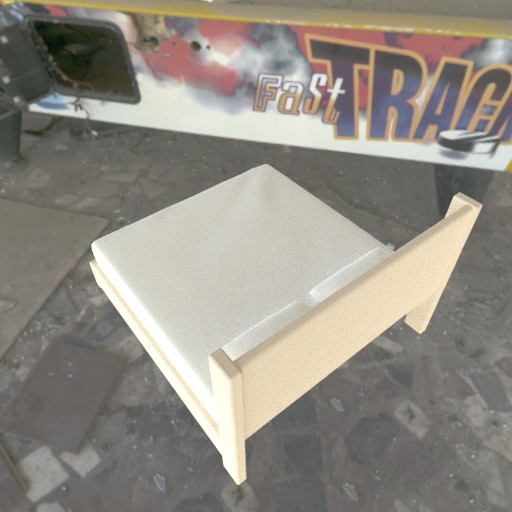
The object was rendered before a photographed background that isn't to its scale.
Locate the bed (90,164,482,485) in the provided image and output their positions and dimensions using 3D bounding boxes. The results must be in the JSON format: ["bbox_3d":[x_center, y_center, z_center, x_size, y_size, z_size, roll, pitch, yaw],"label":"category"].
[{"bbox_3d":[0.000,0.000,3.703,2.145,1.471,2.293,-29,52,-26],"label":"bed"}]
